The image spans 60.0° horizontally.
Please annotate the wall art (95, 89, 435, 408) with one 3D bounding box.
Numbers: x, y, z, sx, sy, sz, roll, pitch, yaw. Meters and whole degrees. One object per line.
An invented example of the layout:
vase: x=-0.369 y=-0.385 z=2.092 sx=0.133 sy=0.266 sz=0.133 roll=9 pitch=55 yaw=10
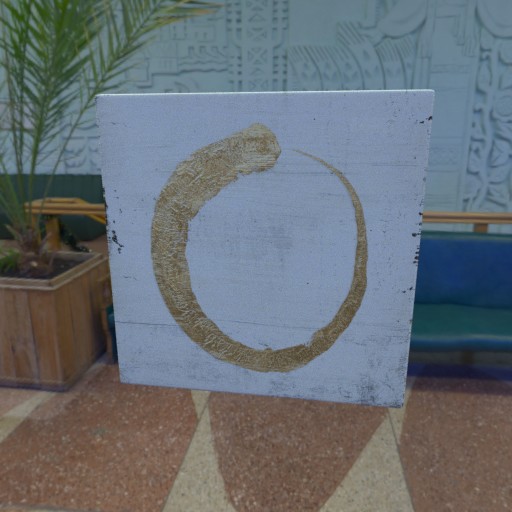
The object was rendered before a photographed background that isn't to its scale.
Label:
wall art: x=0.000 y=0.000 z=1.099 sx=0.762 sy=0.762 sz=0.038 roll=2 pitch=15 yaw=9
